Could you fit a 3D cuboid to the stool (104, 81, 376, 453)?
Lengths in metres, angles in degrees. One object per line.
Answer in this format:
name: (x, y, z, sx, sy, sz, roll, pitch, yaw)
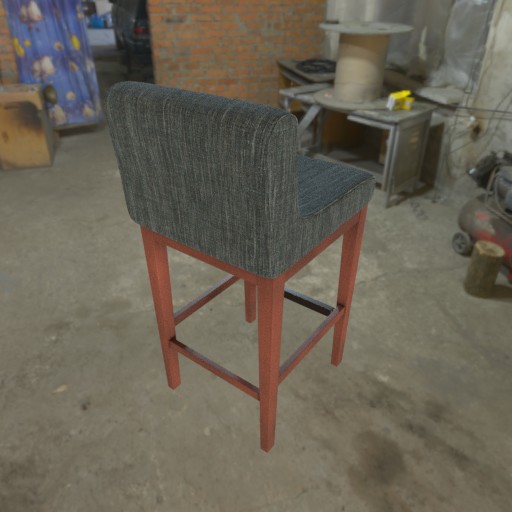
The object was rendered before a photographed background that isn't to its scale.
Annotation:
stool: (0.000, 0.000, 1.092, 0.395, 0.835, 0.459, 22, 38, 31)
